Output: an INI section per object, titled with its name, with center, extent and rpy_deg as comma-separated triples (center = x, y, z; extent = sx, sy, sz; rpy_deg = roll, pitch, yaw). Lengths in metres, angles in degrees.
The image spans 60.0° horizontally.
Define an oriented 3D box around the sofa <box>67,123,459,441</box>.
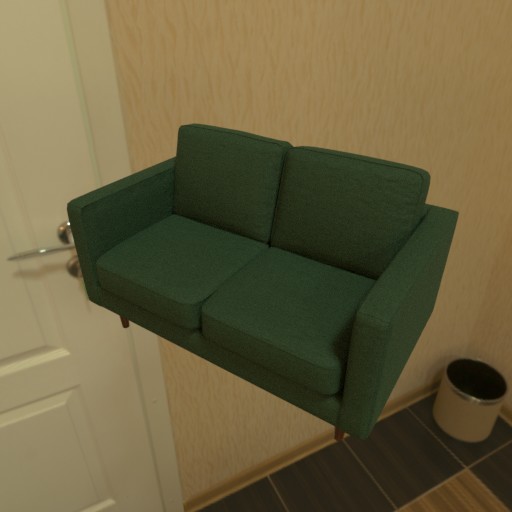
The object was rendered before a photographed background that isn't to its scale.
[sofa]
center = 0.000, 0.000, 1.967
extent = 1.430, 0.899, 0.879
rpy_deg = 19, 37, 28
